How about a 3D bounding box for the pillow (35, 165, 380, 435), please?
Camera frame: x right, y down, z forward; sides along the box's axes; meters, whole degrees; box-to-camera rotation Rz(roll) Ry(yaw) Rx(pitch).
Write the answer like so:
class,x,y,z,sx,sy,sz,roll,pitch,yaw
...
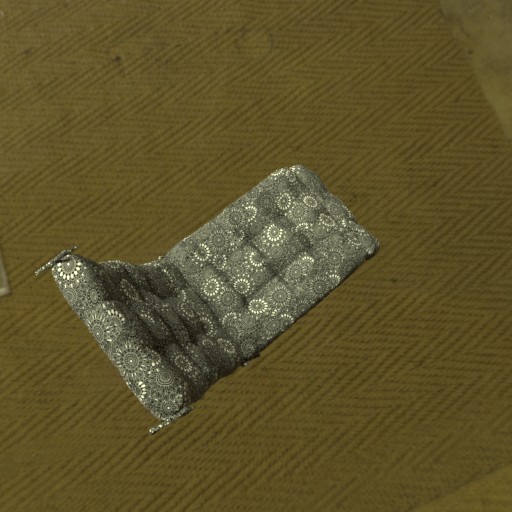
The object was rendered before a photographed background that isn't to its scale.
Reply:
class,x,y,z,sx,sy,sz,roll,pitch,yaw
pillow,0.000,0.000,1.504,1.016,0.863,0.526,-39,79,-9
